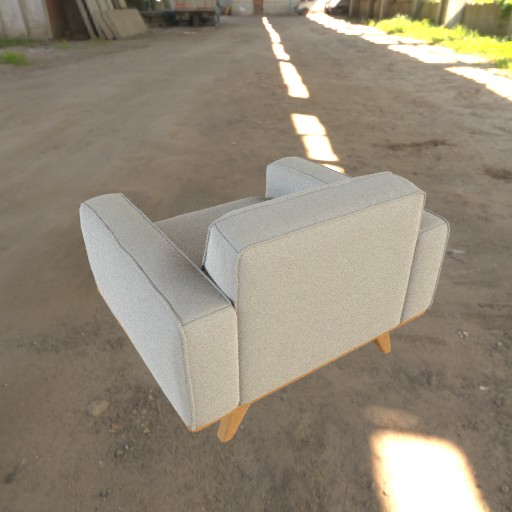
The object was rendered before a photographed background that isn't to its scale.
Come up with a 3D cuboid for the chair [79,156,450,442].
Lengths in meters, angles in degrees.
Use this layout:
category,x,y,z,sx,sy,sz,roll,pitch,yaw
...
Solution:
category,x,y,z,sx,sy,sz,roll,pitch,yaw
chair,0.000,0.000,1.760,1.115,0.779,0.953,-19,35,-28
